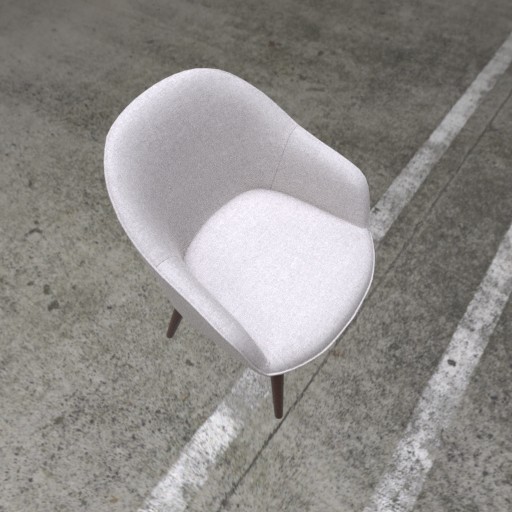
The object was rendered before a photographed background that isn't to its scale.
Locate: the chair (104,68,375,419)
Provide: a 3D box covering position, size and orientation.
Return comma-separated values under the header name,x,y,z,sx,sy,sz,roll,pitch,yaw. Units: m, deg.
name,x,y,z,sx,sy,sz,roll,pitch,yaw
chair,0.000,0.000,1.255,0.635,0.823,0.596,31,62,19
